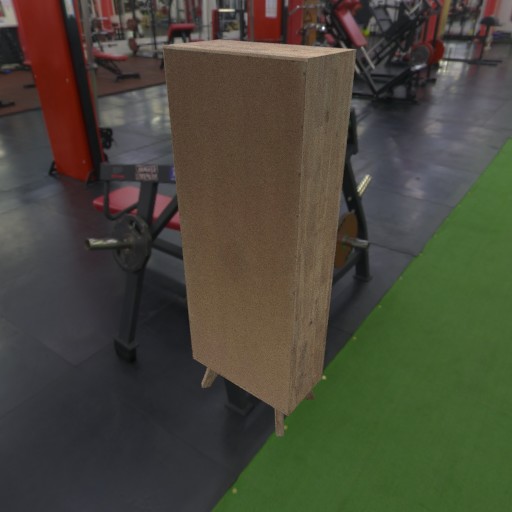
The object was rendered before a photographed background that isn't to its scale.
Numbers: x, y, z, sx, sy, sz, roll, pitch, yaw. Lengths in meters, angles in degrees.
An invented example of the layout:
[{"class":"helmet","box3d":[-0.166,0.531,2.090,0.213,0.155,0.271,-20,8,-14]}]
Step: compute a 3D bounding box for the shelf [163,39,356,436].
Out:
[{"class":"shelf","box3d":[0.000,0.000,1.568,0.491,1.342,0.267,22,37,32]}]
